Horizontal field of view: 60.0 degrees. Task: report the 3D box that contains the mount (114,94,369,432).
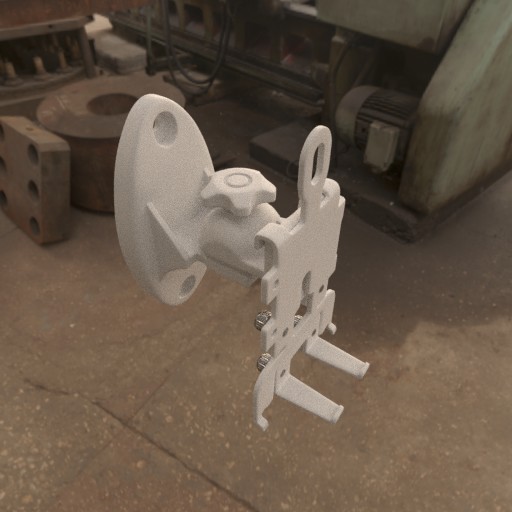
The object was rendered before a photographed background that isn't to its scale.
[{"bbox_3d":[0.000,0.000,0.177,0.100,0.118,0.066,24,45,26],"label":"mount"}]
